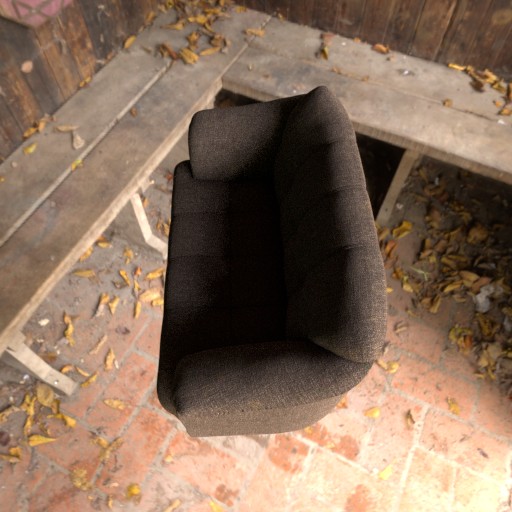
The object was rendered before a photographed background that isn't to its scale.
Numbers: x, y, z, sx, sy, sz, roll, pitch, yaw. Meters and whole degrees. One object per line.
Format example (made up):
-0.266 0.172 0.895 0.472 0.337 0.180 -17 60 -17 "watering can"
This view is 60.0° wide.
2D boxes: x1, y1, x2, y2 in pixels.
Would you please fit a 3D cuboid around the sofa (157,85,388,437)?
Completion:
0.000 0.000 1.930 0.799 0.895 1.404 -2 58 -1 "sofa"
